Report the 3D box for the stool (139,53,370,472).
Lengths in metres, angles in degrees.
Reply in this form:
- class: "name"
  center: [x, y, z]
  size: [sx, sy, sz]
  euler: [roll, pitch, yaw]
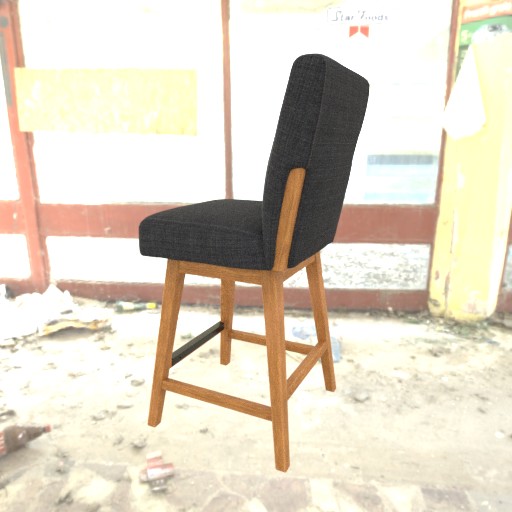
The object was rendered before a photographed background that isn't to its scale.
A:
- class: "stool"
  center: [0.000, 0.000, 1.306]
  size: [0.526, 1.010, 0.459]
  euler: [7, 16, 25]
